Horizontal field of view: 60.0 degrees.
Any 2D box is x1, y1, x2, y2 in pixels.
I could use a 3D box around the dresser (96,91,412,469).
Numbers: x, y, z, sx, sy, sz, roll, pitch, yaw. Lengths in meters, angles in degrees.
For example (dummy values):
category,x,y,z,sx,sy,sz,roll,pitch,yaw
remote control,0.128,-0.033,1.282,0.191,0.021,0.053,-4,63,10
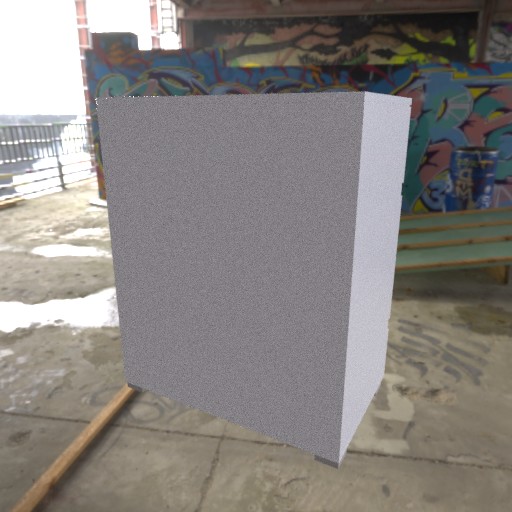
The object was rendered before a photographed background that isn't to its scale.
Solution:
category,x,y,z,sx,sy,sz,roll,pitch,yaw
dresser,0.000,0.000,1.191,0.650,0.800,0.400,10,20,28
